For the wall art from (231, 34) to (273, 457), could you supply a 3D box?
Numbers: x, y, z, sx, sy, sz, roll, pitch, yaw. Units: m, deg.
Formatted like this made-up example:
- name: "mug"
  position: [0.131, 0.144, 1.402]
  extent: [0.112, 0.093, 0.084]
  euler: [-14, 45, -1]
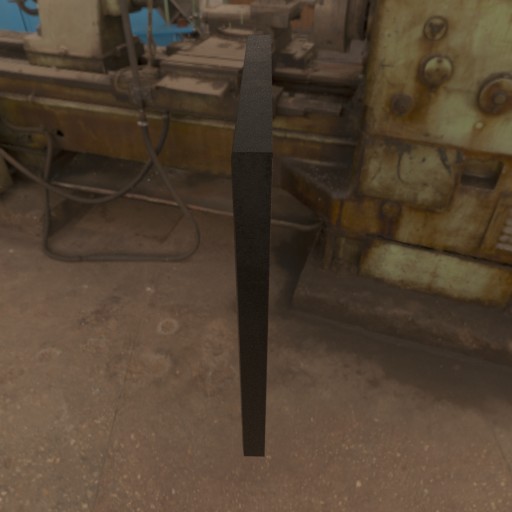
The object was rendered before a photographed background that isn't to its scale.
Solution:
- name: "wall art"
  position: [0.000, 0.000, 0.581]
  extent: [0.031, 0.457, 0.313]
  euler: [1, 40, 1]
